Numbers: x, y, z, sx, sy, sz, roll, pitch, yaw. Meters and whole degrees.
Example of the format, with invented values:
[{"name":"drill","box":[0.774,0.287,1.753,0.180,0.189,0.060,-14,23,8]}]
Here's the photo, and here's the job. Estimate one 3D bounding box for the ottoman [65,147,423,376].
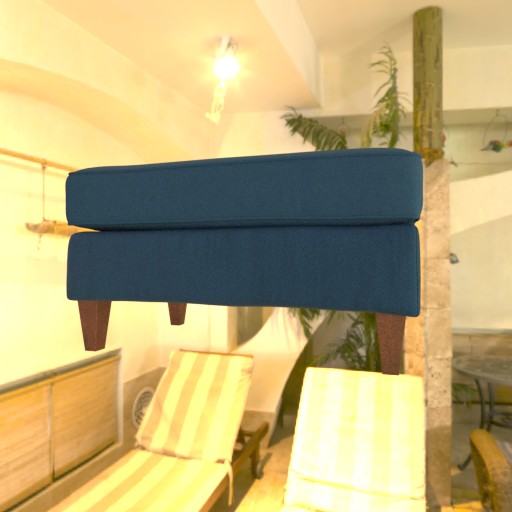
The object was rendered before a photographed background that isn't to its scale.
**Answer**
[{"name":"ottoman","box":[0.000,0.000,1.241,0.862,0.484,0.583,0,0,18]}]
